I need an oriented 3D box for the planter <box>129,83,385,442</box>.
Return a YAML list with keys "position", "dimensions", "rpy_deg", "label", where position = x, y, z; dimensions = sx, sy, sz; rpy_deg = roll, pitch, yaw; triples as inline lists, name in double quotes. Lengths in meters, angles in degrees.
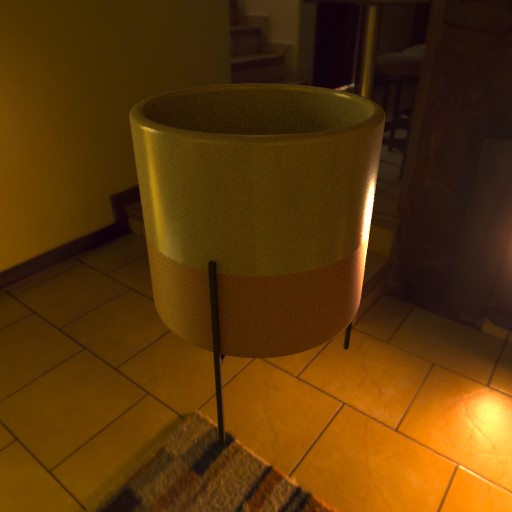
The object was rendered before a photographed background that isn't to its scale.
- position: [0.000, 0.000, 0.727]
  dimensions: [0.348, 0.480, 0.360]
  rpy_deg: [9, 32, 15]
  label: "planter"
